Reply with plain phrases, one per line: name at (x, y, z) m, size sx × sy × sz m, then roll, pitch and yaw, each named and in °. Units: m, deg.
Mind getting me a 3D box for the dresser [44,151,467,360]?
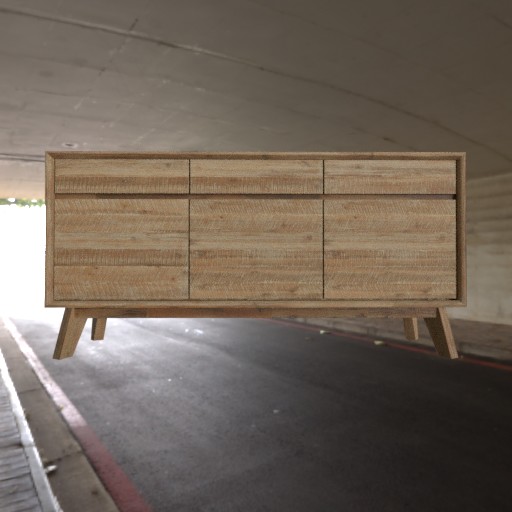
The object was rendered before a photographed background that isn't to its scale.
dresser at (0.000, 0.000, 1.909) m, size 1.602 × 0.788 × 0.455 m, roll 0°, pitch -1°, yaw -1°
